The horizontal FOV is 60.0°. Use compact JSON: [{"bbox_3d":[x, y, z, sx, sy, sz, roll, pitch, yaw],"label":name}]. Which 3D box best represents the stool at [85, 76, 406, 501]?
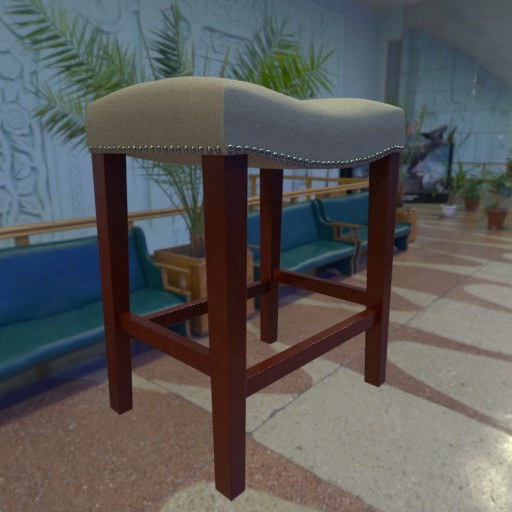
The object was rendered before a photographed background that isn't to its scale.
[{"bbox_3d":[0.000,0.000,0.904,0.375,0.632,0.509,13,19,42],"label":"stool"}]
